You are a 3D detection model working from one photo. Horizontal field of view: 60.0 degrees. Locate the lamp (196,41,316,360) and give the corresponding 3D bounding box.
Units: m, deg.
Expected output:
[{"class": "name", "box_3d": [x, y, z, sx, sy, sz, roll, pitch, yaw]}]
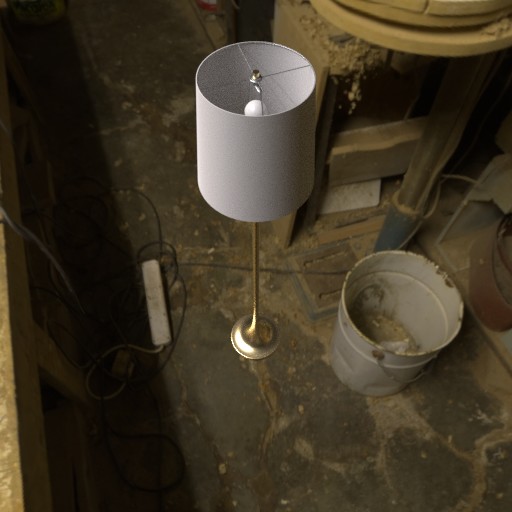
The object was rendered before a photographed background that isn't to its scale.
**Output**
[{"class": "lamp", "box_3d": [0.000, 0.000, 1.652, 0.337, 1.543, 0.337, 0, 57, 0]}]
